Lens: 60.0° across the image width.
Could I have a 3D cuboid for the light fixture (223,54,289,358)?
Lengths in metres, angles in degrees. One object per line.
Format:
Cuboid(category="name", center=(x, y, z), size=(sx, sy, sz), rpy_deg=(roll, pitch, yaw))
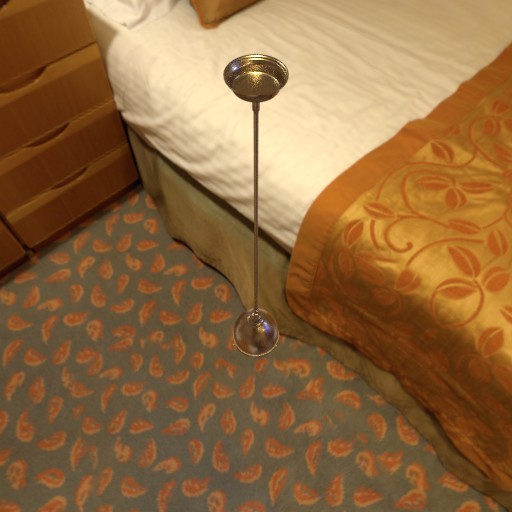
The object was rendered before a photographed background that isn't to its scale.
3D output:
Cuboid(category="light fixture", center=(0.000, 0.000, 1.459), size=(0.211, 1.367, 0.217), rpy_deg=(-1, 58, -1))
